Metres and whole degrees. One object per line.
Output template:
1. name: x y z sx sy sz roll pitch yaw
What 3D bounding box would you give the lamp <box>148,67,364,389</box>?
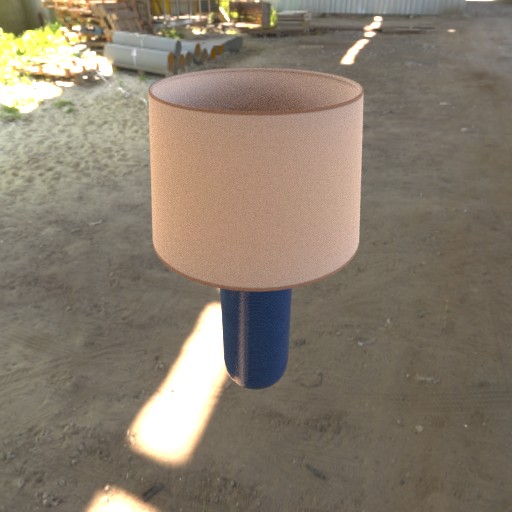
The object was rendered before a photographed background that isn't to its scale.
1. lamp: 0.000 0.000 0.831 0.367 0.609 0.367 0 32 0
